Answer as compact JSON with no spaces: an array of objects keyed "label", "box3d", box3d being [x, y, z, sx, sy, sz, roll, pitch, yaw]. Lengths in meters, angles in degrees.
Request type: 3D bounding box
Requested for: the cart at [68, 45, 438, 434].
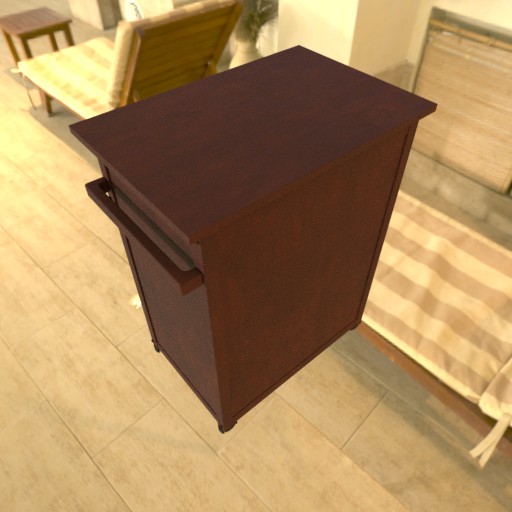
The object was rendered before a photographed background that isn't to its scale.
[{"label":"cart","box3d":[0.000,0.000,1.258,0.683,0.864,0.442,-31,54,-27]}]
